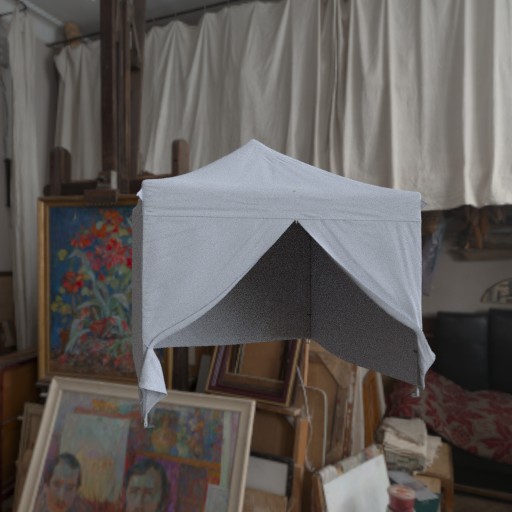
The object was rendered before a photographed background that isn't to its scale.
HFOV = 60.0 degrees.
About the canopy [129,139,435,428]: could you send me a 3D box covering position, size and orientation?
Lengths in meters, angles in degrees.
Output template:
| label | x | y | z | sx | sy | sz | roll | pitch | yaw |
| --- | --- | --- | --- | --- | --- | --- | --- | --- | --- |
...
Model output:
| label | x | y | z | sx | sy | sz | roll | pitch | yaw |
| --- | --- | --- | --- | --- | --- | --- | --- | --- | --- |
| canopy | 0.000 | 0.000 | 5.651 | 3.043 | 2.997 | 3.121 | 0 | 1 | -17 |
